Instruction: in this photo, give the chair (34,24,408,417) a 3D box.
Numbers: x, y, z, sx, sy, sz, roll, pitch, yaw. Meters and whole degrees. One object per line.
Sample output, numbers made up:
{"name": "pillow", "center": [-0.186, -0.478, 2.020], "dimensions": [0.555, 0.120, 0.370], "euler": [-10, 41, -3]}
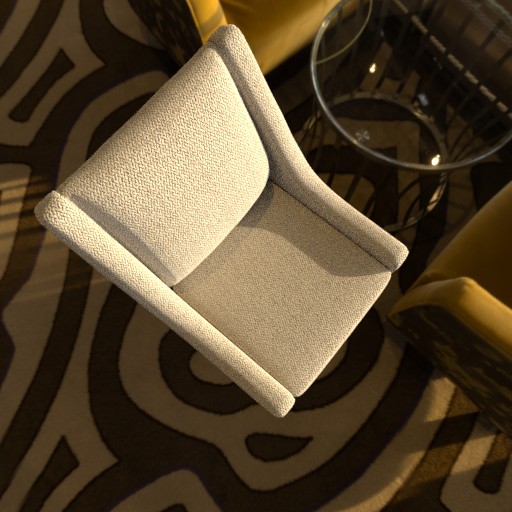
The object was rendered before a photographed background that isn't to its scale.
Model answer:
{"name": "chair", "center": [0.000, 0.000, 1.580], "dimensions": [0.870, 1.014, 0.774], "euler": [39, 78, 10]}
